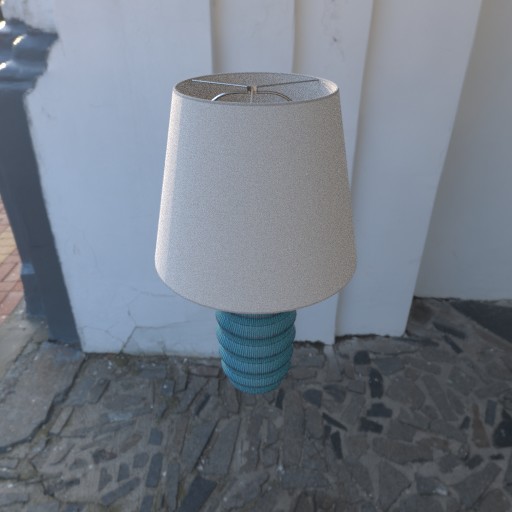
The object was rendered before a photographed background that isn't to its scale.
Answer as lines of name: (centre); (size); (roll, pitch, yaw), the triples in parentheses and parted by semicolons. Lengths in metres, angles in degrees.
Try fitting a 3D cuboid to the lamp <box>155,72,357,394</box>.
lamp: (0.000, 0.000, 0.796); (0.355, 0.582, 0.355); (0, 31, 0)
